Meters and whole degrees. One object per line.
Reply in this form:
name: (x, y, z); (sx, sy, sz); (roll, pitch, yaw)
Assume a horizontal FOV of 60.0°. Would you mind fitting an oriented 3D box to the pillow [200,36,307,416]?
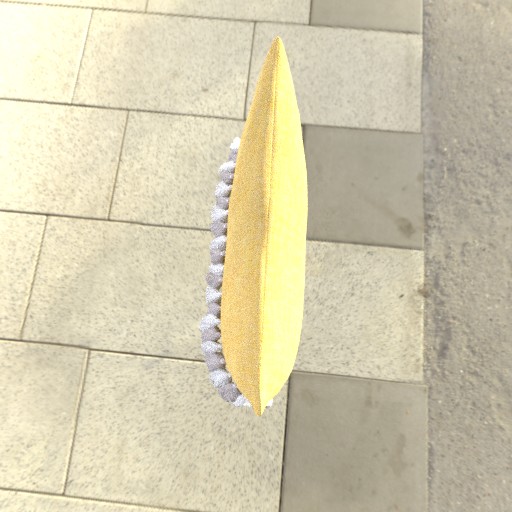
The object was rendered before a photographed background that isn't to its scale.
pillow: (0.000, 0.000, 0.745); (0.167, 0.481, 0.485); (3, 76, 1)
